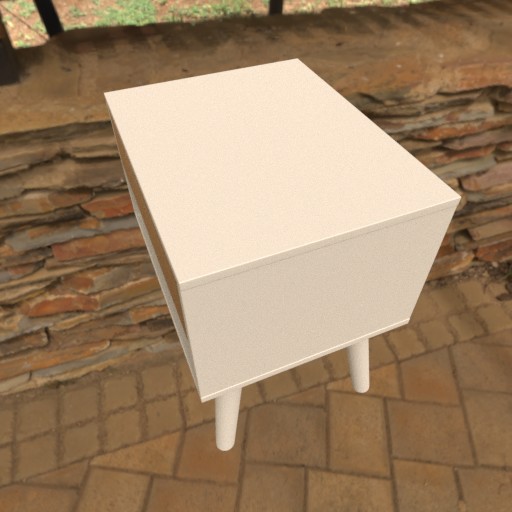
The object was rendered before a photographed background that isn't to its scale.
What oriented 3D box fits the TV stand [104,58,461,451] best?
[{"bbox_3d":[0.000,0.000,0.923,0.405,0.559,0.508,-17,48,-16],"label":"TV stand"}]
